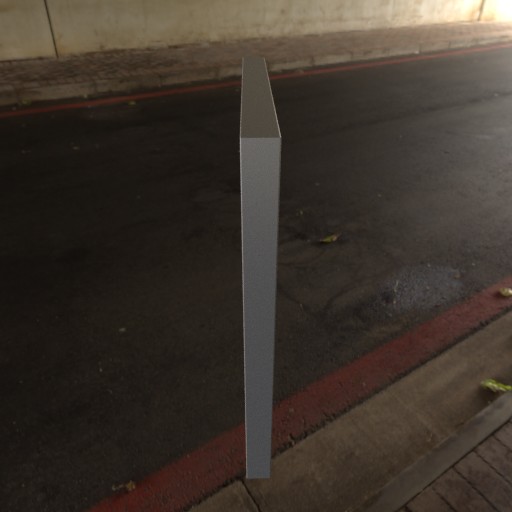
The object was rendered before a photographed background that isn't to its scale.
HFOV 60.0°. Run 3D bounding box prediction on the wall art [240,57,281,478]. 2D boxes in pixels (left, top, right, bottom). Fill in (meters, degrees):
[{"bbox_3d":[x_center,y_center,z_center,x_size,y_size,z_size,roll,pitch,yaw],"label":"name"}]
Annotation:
[{"bbox_3d":[0.000,0.000,0.746,0.038,0.549,0.452,-1,33,-1],"label":"wall art"}]
